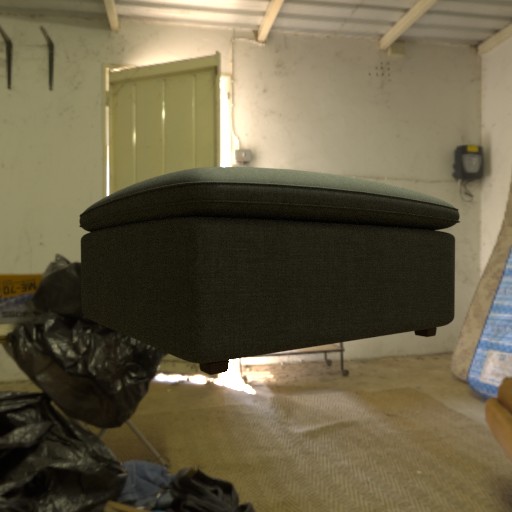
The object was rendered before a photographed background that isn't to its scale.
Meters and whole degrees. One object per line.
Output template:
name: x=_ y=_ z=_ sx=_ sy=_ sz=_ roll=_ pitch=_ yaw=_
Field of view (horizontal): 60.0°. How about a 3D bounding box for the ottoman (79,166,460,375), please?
ottoman: x=0.000 y=0.000 z=1.684 sx=1.067 sy=0.559 sz=1.067 roll=0 pitch=0 yaw=-35
